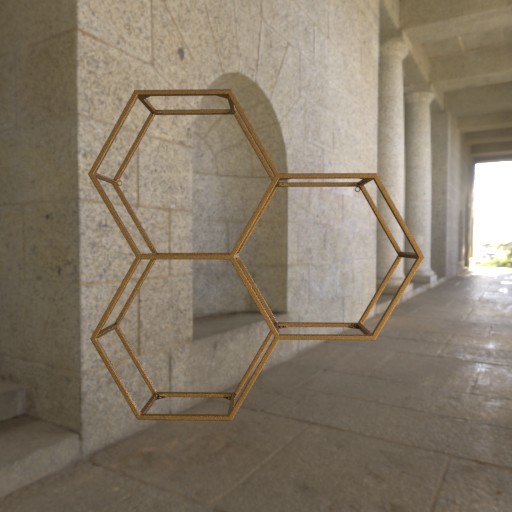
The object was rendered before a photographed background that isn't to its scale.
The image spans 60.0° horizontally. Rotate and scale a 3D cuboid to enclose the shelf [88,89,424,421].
[{"bbox_3d":[0.000,0.000,1.010,0.708,0.701,0.150,0,2,1],"label":"shelf"}]
